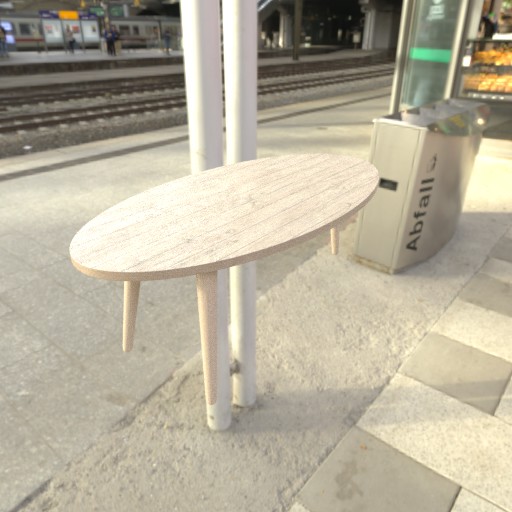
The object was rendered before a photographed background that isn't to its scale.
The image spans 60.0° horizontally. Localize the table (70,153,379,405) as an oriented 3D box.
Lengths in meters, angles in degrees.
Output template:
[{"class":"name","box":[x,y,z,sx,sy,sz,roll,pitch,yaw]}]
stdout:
[{"class":"table","box":[0.000,0.000,1.314,0.542,0.390,1.083,19,32,33]}]
